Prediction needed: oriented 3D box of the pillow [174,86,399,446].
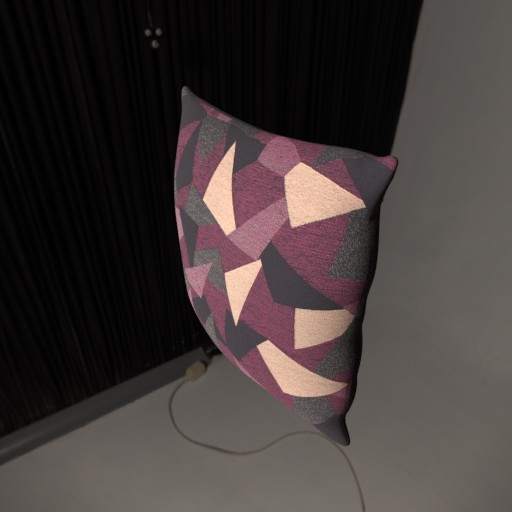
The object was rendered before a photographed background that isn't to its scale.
[{"bbox_3d":[0.000,0.000,0.773,0.208,0.496,0.503,-20,36,-31],"label":"pillow"}]
